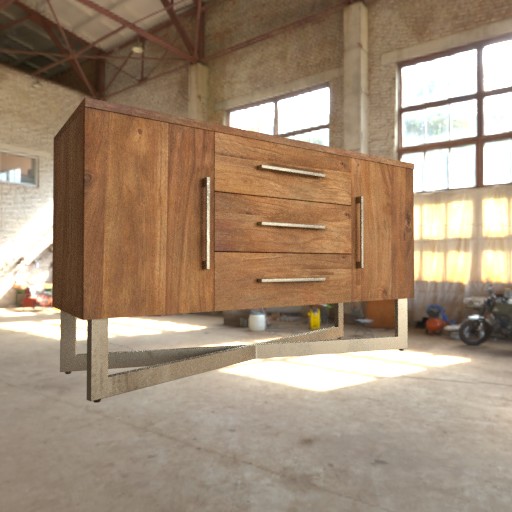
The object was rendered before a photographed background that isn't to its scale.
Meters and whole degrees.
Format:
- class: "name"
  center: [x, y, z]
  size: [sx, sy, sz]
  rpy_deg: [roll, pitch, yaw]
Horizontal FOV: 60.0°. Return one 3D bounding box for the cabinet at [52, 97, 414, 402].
- class: "cabinet"
  center: [0.000, 0.000, 1.717]
  size: [1.373, 0.812, 0.480]
  rpy_deg: [1, -1, -34]
